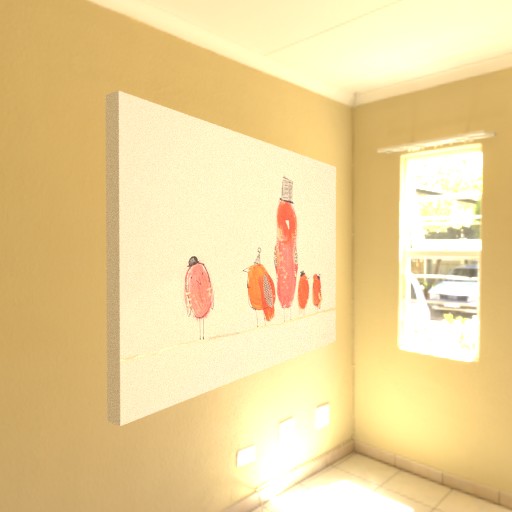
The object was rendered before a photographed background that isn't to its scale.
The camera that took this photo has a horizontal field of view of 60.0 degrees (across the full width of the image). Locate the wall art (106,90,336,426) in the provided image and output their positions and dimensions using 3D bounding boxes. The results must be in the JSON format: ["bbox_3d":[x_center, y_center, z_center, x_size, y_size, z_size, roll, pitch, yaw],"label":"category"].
[{"bbox_3d":[0.000,0.000,1.188,0.038,0.609,0.914,1,1,35],"label":"wall art"}]
